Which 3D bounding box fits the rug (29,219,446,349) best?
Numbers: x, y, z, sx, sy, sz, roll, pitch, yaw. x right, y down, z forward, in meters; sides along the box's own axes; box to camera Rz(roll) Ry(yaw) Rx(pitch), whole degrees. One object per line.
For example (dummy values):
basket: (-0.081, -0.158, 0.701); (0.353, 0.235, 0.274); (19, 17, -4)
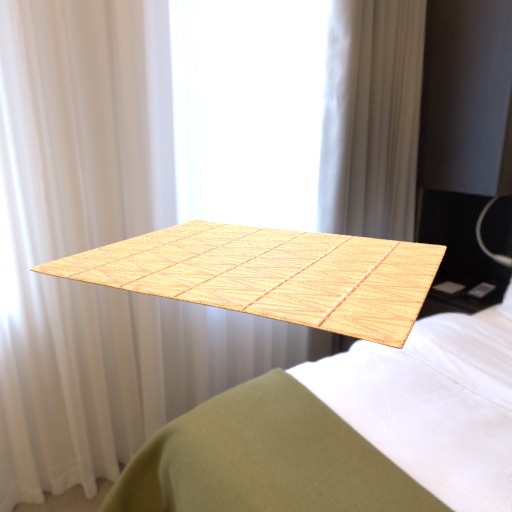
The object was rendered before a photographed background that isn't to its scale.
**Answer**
rug: (0.000, 0.000, 4.081); (3.052, 0.043, 2.453); (8, 17, 27)
